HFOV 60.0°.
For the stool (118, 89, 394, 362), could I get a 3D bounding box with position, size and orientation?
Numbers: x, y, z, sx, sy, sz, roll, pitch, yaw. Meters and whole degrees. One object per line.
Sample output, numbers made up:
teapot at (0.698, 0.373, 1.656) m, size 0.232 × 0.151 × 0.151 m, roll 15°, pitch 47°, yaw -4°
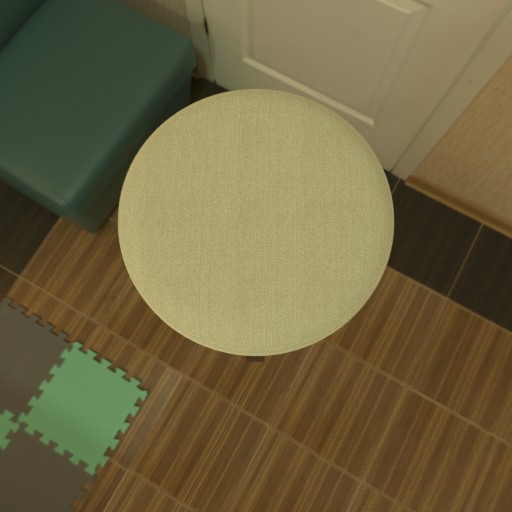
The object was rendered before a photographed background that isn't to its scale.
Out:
stool at (0.000, 0.000, 0.964) m, size 0.449 × 0.655 × 0.449 m, roll 0°, pitch 77°, yaw 0°
